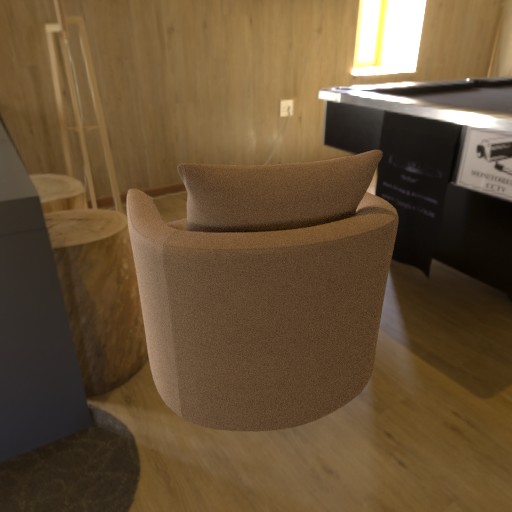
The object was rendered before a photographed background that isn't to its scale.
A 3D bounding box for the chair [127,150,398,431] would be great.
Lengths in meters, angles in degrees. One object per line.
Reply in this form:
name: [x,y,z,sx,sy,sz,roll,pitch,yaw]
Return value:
chair: [0.000,0.000,1.587,0.845,0.848,0.910,-8,28,-14]
